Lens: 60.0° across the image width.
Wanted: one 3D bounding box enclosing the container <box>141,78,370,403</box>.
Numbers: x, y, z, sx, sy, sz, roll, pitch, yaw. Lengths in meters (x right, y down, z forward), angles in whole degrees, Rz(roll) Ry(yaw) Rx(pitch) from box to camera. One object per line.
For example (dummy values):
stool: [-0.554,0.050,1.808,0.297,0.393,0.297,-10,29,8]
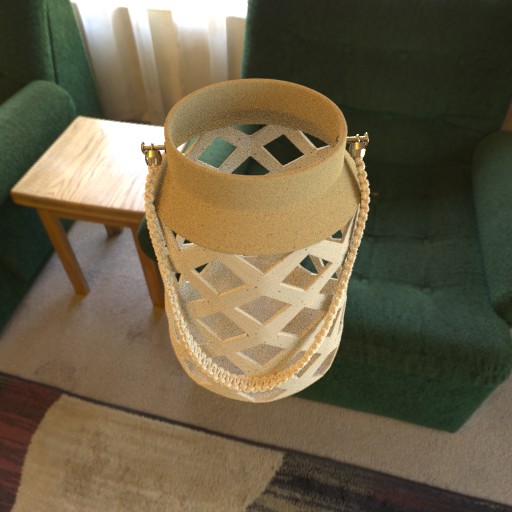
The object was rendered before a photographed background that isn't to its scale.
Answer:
container: [0.000,0.000,0.345,0.163,0.229,0.172,-3,48,-3]
